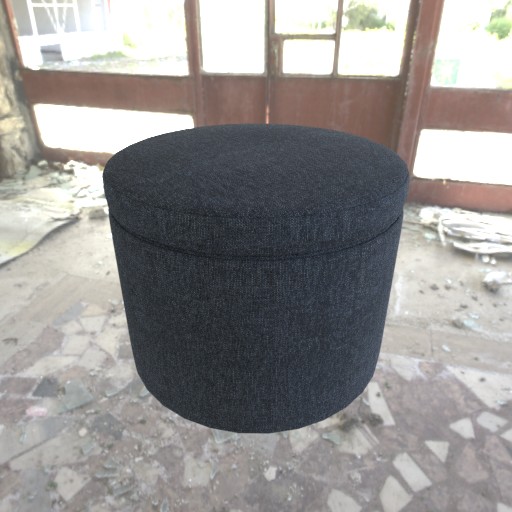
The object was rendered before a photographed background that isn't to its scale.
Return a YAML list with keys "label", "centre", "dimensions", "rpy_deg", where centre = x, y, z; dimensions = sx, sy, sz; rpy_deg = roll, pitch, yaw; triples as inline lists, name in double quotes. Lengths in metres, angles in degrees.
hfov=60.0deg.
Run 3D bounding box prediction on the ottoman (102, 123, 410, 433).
- label: "ottoman"
  centre: [0.000, 0.000, 0.837]
  dimensions: [0.500, 0.419, 0.500]
  rpy_deg: [0, 29, 0]
